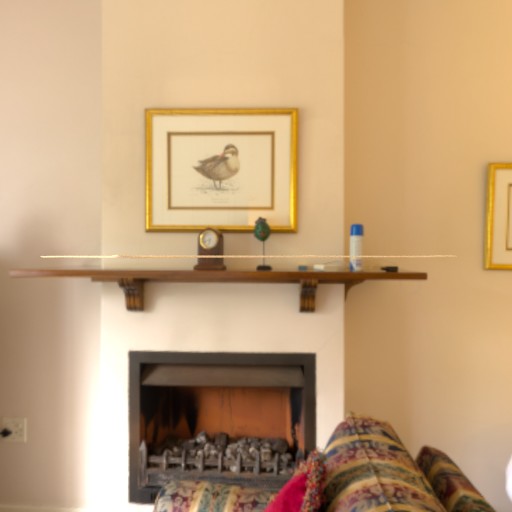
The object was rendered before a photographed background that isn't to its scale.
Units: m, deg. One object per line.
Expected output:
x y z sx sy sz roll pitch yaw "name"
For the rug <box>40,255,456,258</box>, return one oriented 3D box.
0.000 0.000 3.027 2.434 0.023 1.518 0 0 -36 "rug"
